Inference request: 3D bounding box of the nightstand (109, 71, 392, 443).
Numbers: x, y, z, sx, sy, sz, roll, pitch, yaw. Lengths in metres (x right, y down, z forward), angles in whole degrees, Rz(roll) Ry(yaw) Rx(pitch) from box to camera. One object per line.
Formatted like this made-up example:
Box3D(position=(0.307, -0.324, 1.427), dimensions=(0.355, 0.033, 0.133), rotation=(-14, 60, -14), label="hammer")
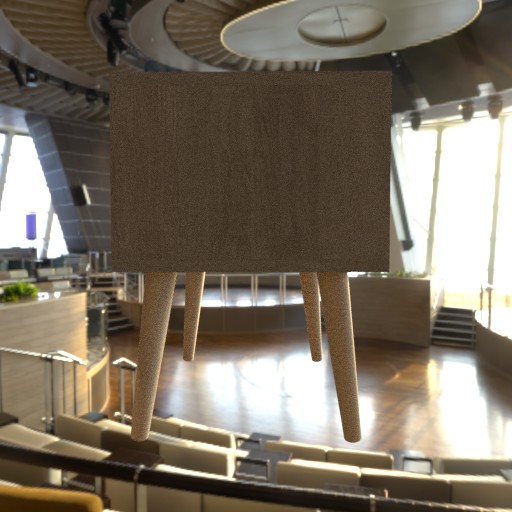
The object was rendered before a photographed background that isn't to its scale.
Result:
Box3D(position=(0.000, 0.000, 0.814), dimensions=(0.380, 0.500, 0.450), rotation=(0, 2, 1), label="nightstand")
